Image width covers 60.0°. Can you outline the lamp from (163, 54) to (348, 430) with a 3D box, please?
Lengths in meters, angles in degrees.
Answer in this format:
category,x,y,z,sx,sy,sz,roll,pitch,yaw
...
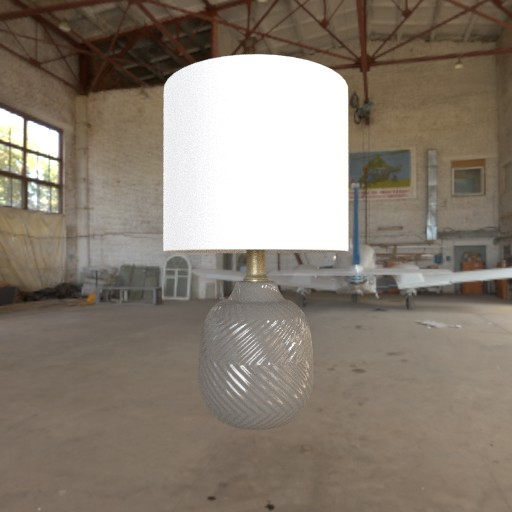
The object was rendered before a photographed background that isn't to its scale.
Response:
category,x,y,z,sx,sy,sz,roll,pitch,yaw
lamp,0.000,0.000,0.505,0.207,0.366,0.207,0,-1,35
